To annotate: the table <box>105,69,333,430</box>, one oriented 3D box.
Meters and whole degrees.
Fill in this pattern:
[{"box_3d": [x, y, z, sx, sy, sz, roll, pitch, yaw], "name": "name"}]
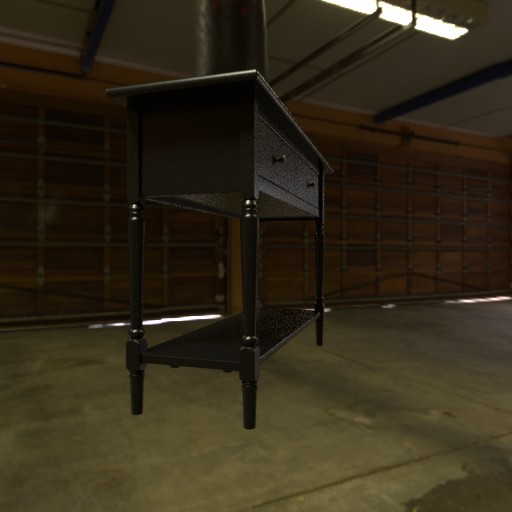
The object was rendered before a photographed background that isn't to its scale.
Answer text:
[{"box_3d": [0.000, 0.000, 1.581, 0.386, 0.819, 1.191, 0, 0, 18], "name": "table"}]
